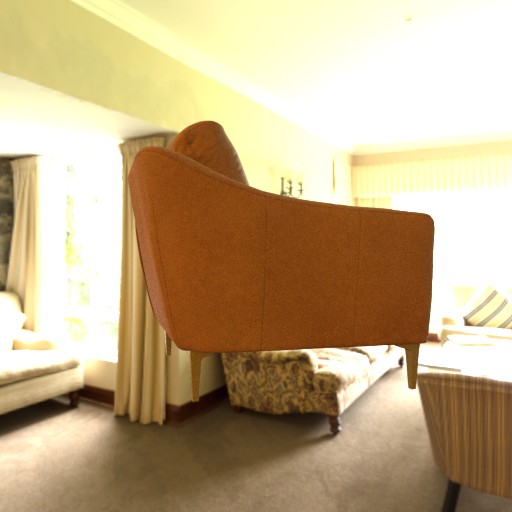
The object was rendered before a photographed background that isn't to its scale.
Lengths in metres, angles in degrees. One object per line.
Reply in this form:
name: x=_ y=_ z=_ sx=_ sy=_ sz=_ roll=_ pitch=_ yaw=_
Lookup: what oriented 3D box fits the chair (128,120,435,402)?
chair: x=0.000 y=0.000 z=1.779 sx=0.963 sy=0.895 sz=0.988 roll=-1 pitch=2 yaw=-19
